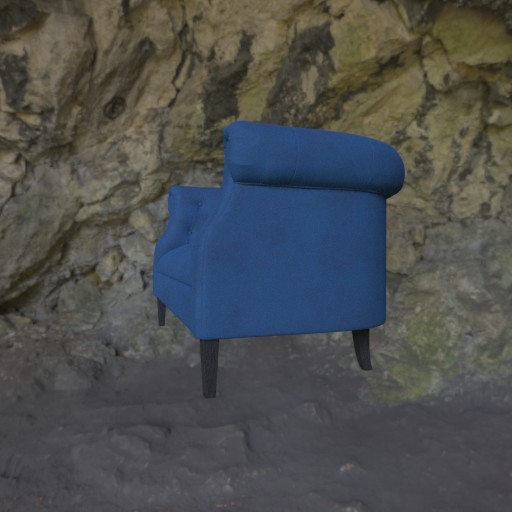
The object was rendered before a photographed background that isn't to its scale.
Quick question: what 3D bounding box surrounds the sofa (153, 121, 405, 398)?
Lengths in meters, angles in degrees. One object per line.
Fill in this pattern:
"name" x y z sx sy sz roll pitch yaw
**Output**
"sofa" 0.000 0.000 2.070 0.835 0.827 1.558 0 1 -18
